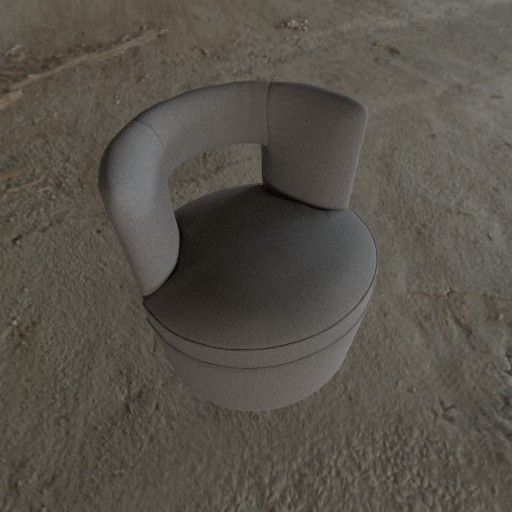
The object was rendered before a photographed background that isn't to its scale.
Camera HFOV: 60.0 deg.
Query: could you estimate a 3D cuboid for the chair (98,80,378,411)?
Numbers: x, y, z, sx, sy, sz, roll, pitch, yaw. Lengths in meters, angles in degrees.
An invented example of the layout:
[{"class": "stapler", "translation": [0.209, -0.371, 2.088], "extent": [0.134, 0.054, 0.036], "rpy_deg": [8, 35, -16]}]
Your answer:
[{"class": "chair", "translation": [0.000, 0.000, 1.251], "extent": [0.689, 0.719, 0.660], "rpy_deg": [-24, 52, -20]}]
